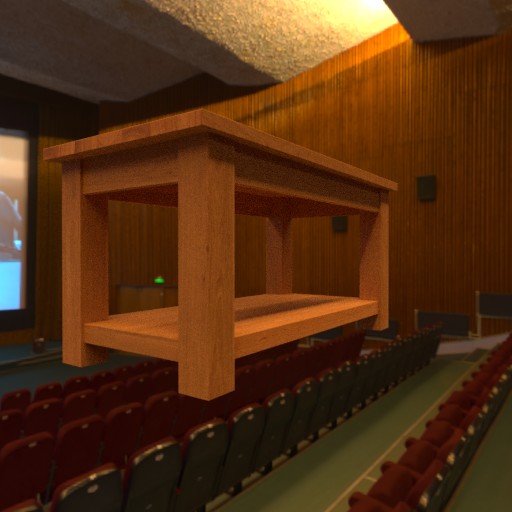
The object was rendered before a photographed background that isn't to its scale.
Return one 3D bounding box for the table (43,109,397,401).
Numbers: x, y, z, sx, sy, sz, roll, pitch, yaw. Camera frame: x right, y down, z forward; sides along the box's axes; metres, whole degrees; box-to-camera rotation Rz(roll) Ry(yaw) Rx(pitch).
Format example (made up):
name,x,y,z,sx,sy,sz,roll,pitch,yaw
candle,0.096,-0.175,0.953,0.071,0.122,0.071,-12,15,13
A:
name,x,y,z,sx,sy,sz,roll,pitch,yaw
table,0.000,0.000,1.162,0.450,0.452,0.899,0,1,36
